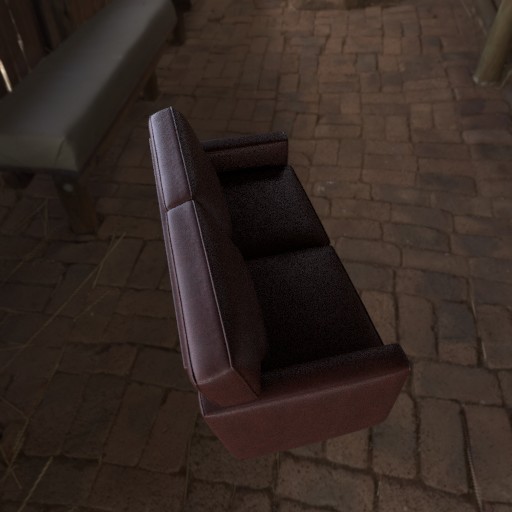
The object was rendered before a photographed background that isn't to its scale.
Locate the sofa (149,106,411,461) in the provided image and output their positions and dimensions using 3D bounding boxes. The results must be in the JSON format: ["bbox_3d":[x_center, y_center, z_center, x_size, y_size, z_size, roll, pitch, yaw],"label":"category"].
[{"bbox_3d":[0.000,0.000,2.406,0.912,0.928,1.876,-10,47,-10],"label":"sofa"}]
